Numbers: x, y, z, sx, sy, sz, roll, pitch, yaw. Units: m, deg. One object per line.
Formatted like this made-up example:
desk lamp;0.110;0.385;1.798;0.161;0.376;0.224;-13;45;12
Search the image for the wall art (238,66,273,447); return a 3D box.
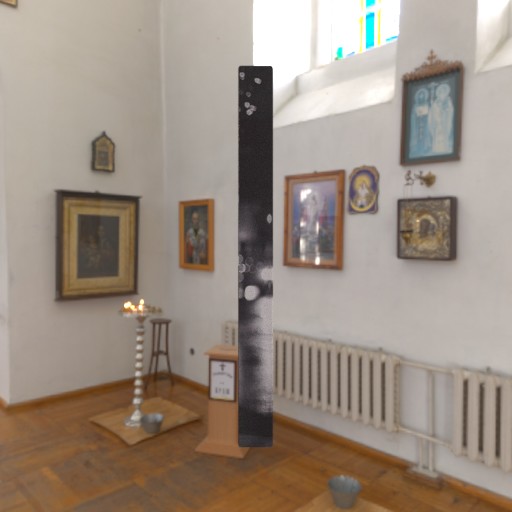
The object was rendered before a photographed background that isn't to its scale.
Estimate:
wall art;0.000;0.000;0.774;0.037;0.406;0.609;0;0;0
